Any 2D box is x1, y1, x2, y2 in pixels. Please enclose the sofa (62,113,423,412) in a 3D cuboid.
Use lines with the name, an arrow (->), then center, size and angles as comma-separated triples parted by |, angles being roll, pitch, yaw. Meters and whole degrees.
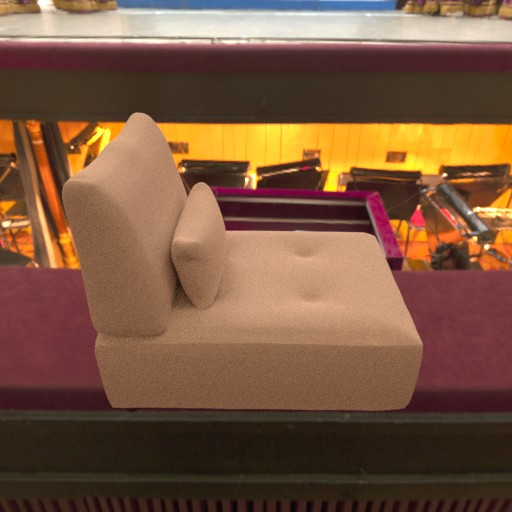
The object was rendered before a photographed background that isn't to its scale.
sofa -> 0.000, 0.000, 1.545 | 1.000, 0.820, 0.700 | 0, 32, 1
